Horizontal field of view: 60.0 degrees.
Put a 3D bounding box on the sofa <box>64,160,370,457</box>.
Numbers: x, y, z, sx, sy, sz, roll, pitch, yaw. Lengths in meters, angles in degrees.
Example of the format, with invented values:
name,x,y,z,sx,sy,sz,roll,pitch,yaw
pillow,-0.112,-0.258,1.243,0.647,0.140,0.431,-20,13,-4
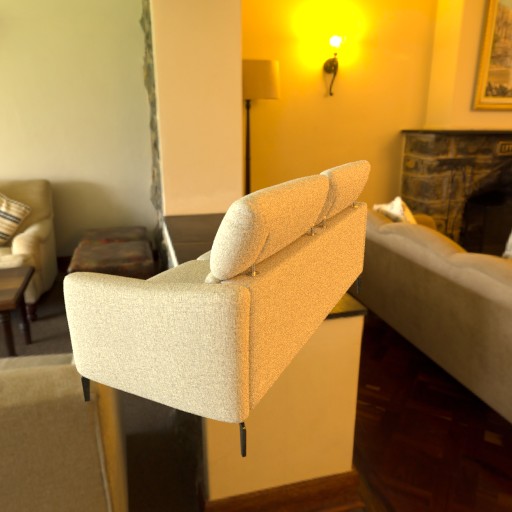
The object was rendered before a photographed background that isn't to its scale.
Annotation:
name,x,y,z,sx,sy,sz,roll,pitch,yaw
sofa,0.000,0.000,2.469,0.856,0.956,2.015,8,18,25
